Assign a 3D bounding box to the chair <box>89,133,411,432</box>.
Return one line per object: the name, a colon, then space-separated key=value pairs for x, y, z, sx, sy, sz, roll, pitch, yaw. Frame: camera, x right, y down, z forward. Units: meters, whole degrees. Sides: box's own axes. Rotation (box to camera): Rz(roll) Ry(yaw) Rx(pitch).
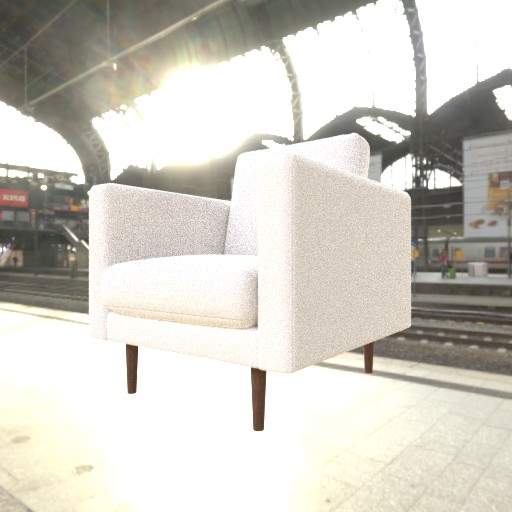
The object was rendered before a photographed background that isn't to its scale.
chair: x=0.000 y=0.000 z=1.567 sx=0.831 sy=0.899 sz=0.879 roll=0 pitch=0 yaw=37
